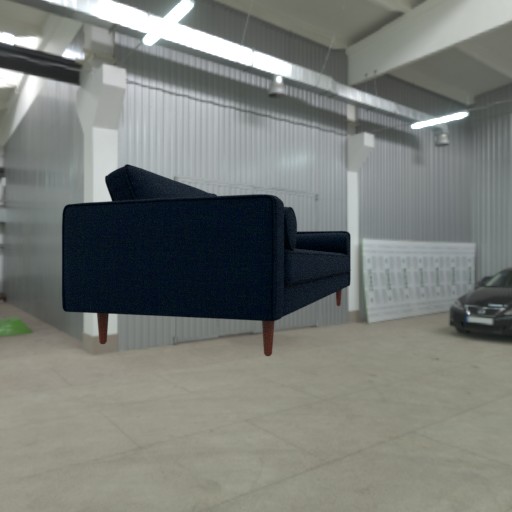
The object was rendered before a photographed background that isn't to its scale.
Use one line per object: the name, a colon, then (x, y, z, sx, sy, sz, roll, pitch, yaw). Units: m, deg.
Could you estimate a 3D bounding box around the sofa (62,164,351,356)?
sofa: (0.000, 0.000, 2.663, 0.914, 0.762, 2.210, 0, 0, 18)
